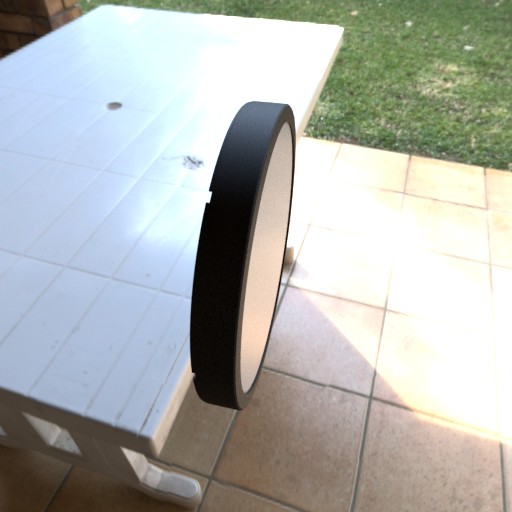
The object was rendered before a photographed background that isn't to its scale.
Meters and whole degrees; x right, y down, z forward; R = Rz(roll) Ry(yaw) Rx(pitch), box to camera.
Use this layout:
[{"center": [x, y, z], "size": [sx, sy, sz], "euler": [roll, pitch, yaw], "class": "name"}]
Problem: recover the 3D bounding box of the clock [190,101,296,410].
[{"center": [0.000, 0.000, 0.445], "size": [0.040, 0.293, 0.293], "euler": [9, 45, 9], "class": "clock"}]
